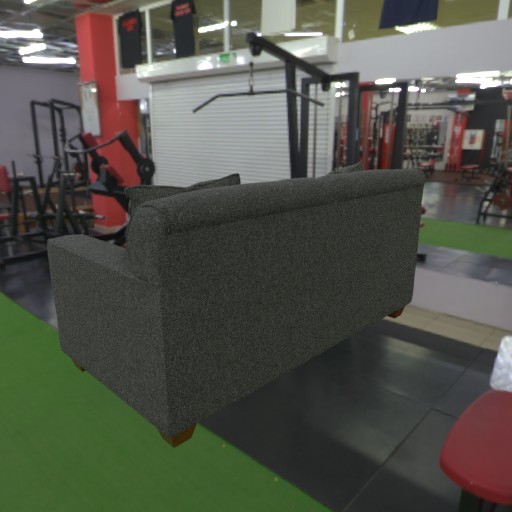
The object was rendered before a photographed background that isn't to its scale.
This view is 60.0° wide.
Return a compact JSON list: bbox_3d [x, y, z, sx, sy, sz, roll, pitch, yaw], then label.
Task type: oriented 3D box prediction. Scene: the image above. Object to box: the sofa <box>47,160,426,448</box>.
[{"bbox_3d":[0.000,0.000,2.392,0.998,0.958,1.846,15,22,43],"label":"sofa"}]
